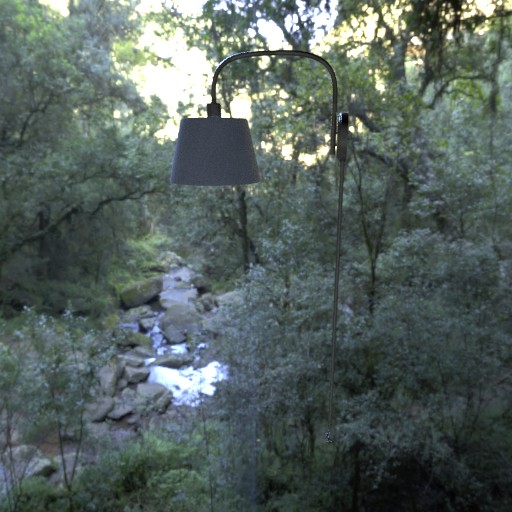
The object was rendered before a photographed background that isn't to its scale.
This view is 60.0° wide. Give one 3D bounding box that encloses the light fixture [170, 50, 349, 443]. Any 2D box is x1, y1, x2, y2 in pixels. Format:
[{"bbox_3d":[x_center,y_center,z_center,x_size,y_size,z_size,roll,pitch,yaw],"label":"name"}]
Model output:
[{"bbox_3d":[0.000,0.000,0.468,0.176,0.399,0.092,2,15,9],"label":"light fixture"}]
